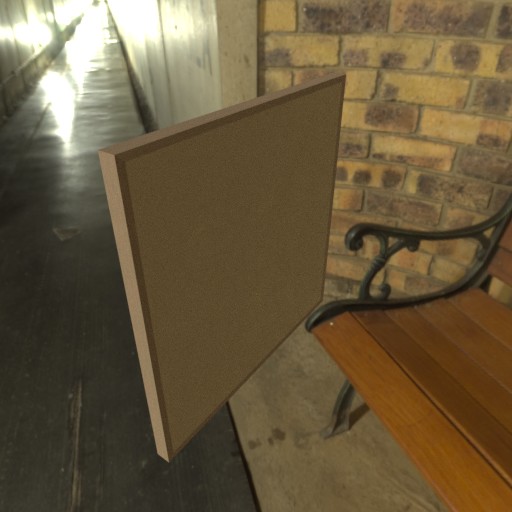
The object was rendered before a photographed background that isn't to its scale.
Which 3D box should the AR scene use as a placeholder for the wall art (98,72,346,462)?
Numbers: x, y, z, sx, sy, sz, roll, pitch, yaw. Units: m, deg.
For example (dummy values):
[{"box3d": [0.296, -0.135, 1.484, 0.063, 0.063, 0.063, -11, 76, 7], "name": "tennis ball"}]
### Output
[{"box3d": [0.000, 0.000, 1.122, 0.038, 0.758, 0.761, 21, 38, 30], "name": "wall art"}]
